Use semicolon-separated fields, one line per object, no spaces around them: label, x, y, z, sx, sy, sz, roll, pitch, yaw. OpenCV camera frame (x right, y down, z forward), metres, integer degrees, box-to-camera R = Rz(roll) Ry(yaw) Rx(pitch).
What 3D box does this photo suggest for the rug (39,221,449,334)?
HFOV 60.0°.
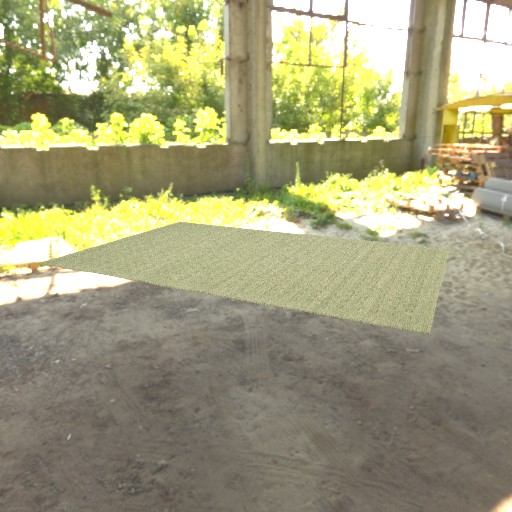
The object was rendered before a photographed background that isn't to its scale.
rug;0.000;0.000;2.231;1.747;0.006;1.143;7;17;25
